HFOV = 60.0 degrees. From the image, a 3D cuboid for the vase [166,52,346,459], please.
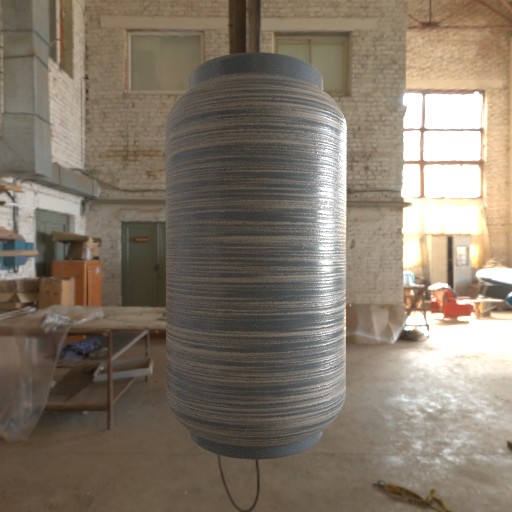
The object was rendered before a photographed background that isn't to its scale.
[{"bbox_3d":[0.000,0.000,0.291,0.116,0.230,0.116,0,1,0],"label":"vase"}]
